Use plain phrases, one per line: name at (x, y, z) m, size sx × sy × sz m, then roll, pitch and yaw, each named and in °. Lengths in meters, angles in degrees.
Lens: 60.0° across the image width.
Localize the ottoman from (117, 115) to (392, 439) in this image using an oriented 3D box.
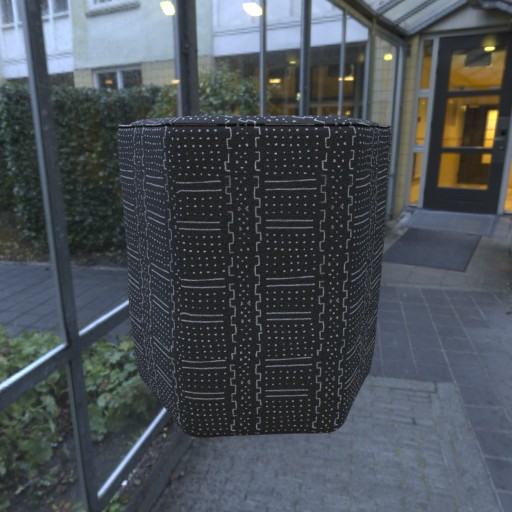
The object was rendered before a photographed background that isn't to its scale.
ottoman at (0.000, 0.000, 0.853) m, size 0.443 × 0.502 × 0.494 m, roll 8°, pitch 17°, yaw 26°
